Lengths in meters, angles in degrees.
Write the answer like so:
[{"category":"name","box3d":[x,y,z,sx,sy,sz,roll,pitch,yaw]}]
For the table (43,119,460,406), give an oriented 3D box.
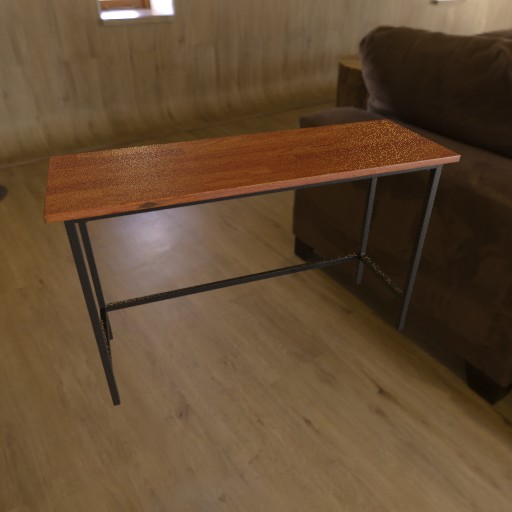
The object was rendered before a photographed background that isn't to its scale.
[{"category":"table","box3d":[0.000,0.000,1.572,1.204,0.740,0.408,-11,35,-16]}]
